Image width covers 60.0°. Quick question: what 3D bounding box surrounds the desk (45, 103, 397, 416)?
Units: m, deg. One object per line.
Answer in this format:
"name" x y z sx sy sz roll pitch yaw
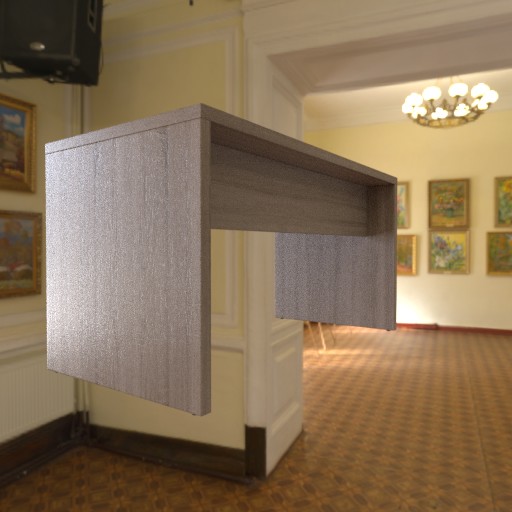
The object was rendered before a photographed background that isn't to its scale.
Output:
"desk" 0.000 0.000 1.802 0.690 0.745 1.380 1 1 36
